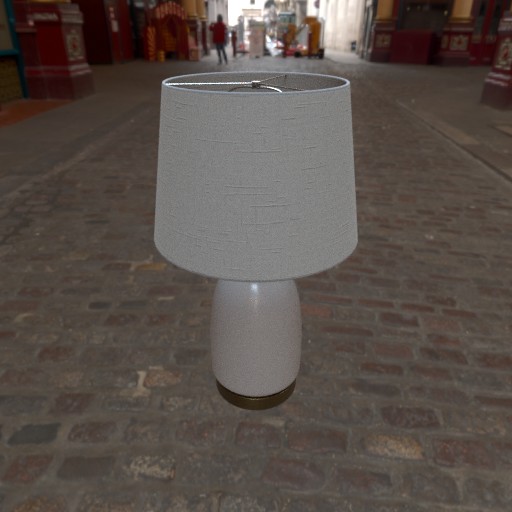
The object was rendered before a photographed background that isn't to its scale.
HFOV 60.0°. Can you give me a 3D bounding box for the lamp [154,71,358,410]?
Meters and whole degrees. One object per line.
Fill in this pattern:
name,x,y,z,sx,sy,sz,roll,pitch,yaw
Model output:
lamp,0.000,0.000,0.652,0.285,0.483,0.285,0,28,0
